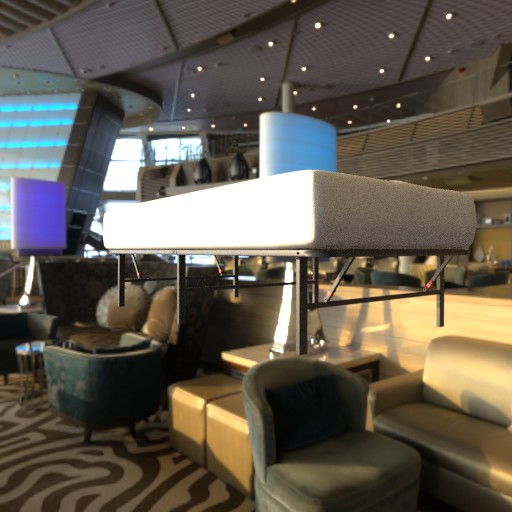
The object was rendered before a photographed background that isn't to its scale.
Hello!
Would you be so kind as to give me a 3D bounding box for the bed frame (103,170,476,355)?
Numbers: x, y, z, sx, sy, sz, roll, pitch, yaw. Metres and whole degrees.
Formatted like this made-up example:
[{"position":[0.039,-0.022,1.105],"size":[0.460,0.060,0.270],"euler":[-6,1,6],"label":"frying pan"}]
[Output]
[{"position":[0.000,0.000,2.393],"size":[1.025,0.640,1.908],"euler":[-1,1,-38],"label":"bed frame"}]
